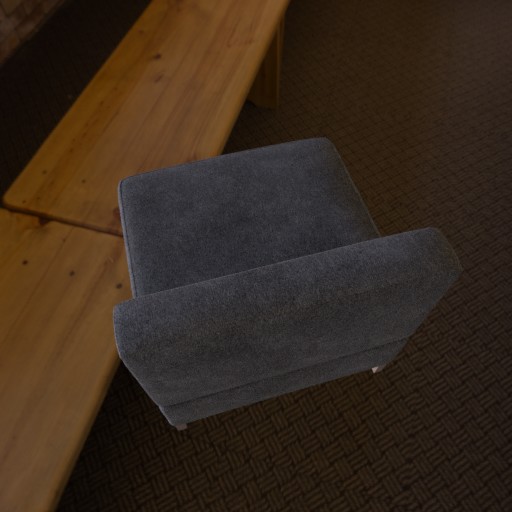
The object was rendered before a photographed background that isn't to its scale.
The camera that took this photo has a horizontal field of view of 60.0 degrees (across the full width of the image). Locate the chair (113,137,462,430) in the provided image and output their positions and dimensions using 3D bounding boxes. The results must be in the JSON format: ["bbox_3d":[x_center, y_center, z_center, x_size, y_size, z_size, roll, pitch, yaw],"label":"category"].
[{"bbox_3d":[0.000,0.000,1.237,0.680,0.660,0.680,-14,59,-8],"label":"chair"}]
